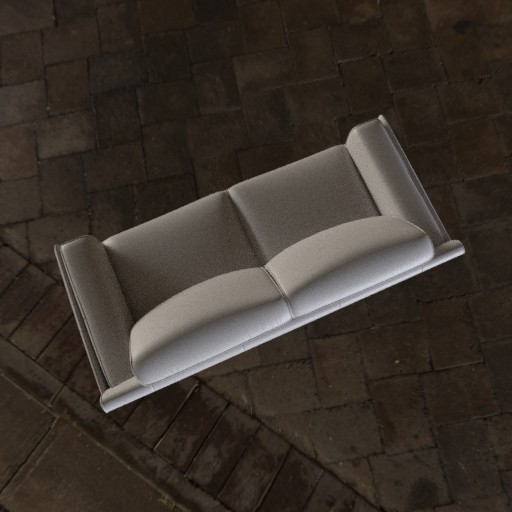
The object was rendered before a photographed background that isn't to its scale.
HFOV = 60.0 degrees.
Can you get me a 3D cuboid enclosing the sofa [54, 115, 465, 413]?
[{"bbox_3d":[0.000,0.000,2.583,2.101,0.930,1.049,-23,77,-6],"label":"sofa"}]
